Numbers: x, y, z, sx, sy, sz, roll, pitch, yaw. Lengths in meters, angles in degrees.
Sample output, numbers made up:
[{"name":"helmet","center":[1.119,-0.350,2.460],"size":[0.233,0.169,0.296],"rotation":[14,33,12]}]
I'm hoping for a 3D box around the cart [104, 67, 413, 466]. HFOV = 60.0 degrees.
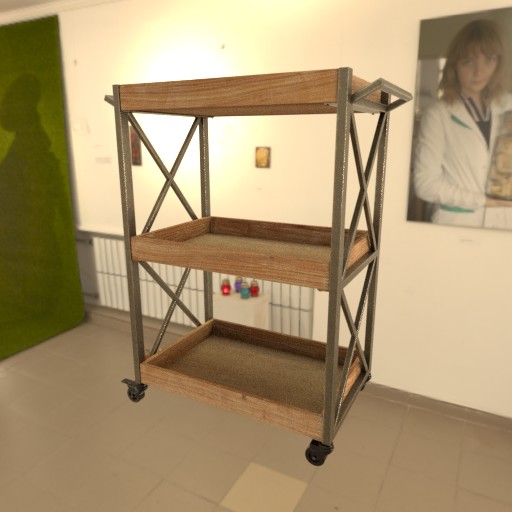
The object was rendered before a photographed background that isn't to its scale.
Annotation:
[{"name":"cart","center":[0.000,0.000,1.161],"size":[0.673,0.835,0.377],"rotation":[8,17,27]}]
